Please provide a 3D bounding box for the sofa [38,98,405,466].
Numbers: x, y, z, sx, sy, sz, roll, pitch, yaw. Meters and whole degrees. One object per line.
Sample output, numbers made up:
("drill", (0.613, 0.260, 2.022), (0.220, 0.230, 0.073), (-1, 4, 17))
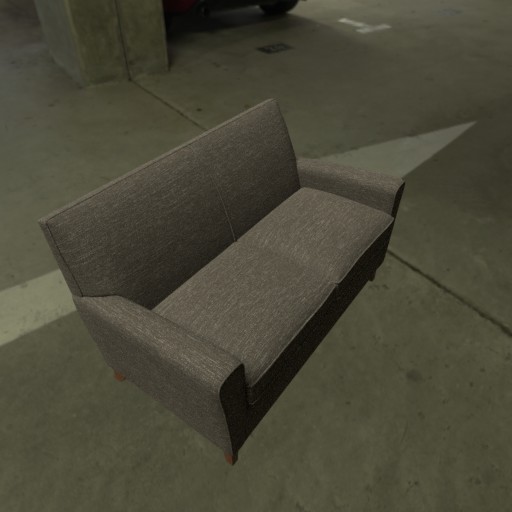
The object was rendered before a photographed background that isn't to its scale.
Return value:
("sofa", (0.000, 0.000, 2.081), (0.867, 0.905, 1.509), (25, 46, 27))
